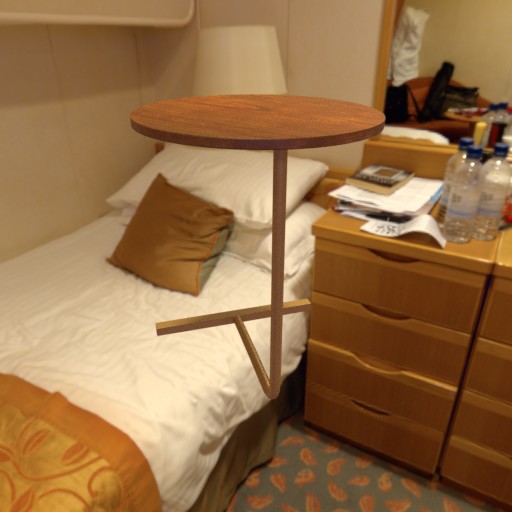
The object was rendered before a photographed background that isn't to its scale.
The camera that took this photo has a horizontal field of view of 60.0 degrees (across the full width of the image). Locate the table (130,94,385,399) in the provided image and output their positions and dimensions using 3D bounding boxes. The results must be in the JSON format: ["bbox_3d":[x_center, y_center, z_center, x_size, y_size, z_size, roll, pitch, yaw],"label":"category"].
[{"bbox_3d":[0.000,0.000,1.120,0.530,0.706,0.577,-7,28,-14],"label":"table"}]
